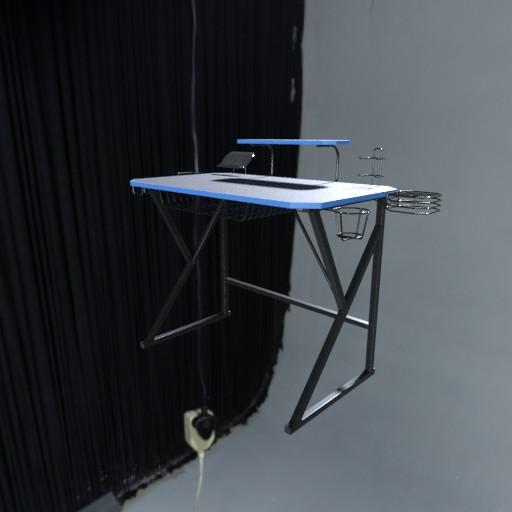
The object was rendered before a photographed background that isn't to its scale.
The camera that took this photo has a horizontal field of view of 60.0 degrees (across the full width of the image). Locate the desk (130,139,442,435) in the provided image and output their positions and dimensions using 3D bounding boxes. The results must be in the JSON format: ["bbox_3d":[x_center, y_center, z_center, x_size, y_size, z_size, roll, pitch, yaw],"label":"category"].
[{"bbox_3d":[0.000,0.000,1.800,1.295,0.909,0.594,14,21,42],"label":"desk"}]
